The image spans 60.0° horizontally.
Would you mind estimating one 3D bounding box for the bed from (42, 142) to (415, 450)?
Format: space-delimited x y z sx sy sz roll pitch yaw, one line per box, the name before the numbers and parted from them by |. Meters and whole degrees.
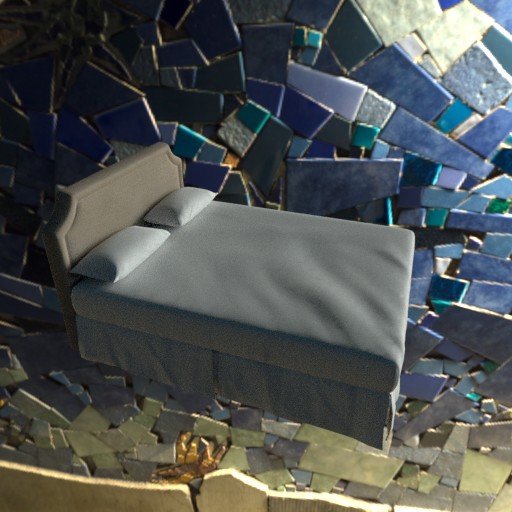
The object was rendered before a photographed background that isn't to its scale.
bed | 0.000 0.000 3.602 2.498 1.293 1.977 10 31 17
